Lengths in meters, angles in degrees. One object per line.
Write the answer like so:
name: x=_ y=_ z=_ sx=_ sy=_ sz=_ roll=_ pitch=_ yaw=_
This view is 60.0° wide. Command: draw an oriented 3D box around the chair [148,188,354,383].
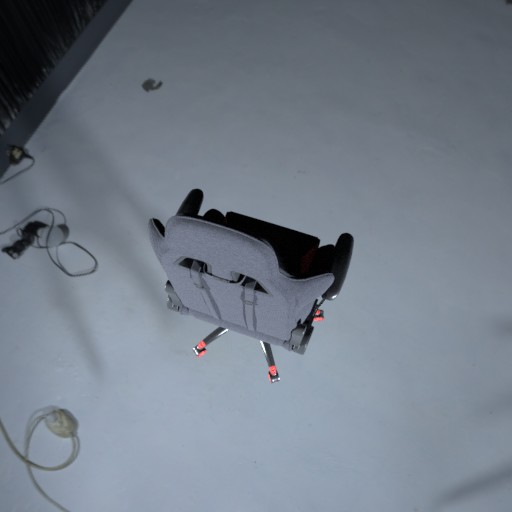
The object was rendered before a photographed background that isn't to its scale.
chair: x=0.000 y=0.000 z=1.715 sx=0.695 sy=1.326 sz=0.658 roll=17 pitch=66 yaw=8
